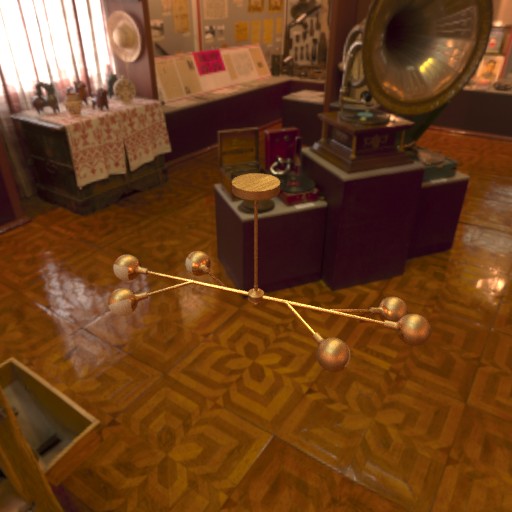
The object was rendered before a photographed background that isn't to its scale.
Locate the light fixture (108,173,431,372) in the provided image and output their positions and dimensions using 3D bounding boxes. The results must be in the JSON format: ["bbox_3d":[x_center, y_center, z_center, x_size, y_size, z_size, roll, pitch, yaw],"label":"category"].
[{"bbox_3d":[0.000,0.000,1.021,0.778,0.362,0.434,21,37,30],"label":"light fixture"}]
